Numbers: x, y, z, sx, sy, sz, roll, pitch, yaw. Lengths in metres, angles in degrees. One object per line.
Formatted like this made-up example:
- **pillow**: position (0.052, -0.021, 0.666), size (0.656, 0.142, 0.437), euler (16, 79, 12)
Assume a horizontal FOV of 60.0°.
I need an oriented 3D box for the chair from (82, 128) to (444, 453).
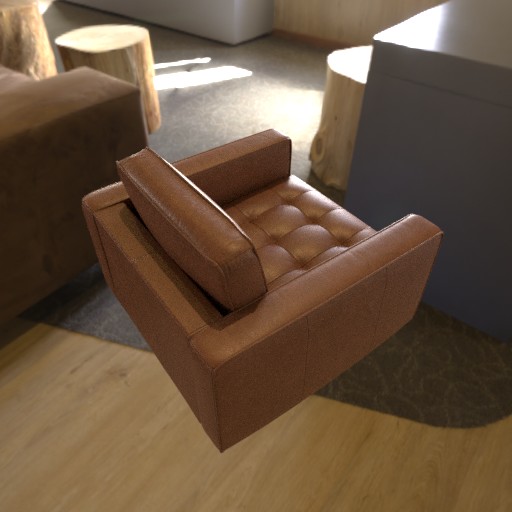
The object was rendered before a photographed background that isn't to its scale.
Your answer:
- **chair**: position (0.000, 0.000, 1.595), size (0.900, 0.770, 0.920), euler (-26, 48, -26)
